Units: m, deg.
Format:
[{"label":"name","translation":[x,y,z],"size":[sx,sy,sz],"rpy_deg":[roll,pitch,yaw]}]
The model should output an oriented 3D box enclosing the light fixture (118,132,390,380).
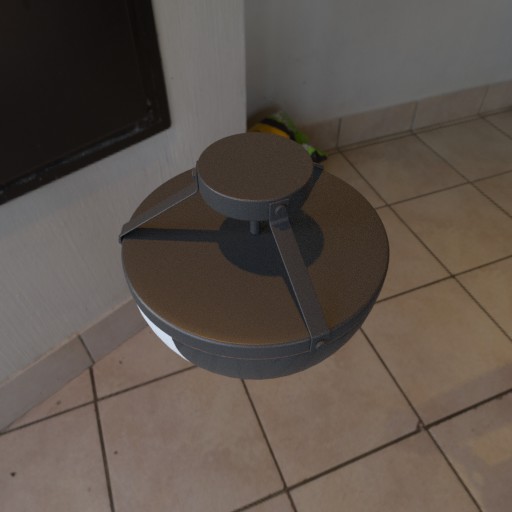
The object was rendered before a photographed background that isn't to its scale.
[{"label":"light fixture","translation":[0.000,0.000,0.538],"size":[0.304,0.269,0.304],"rpy_deg":[0,47,0]}]
